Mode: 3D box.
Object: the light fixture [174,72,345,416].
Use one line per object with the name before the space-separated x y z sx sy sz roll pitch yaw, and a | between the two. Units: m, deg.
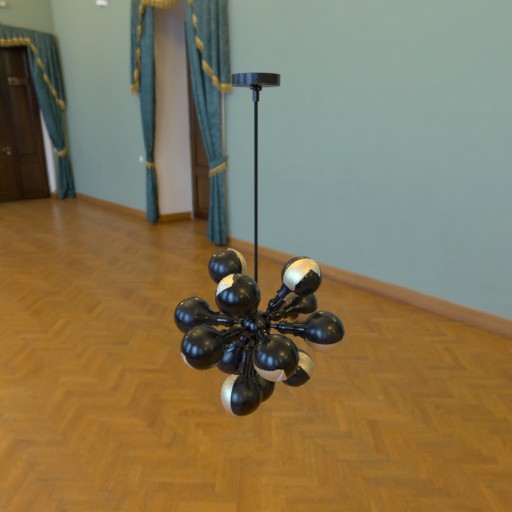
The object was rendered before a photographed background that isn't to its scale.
light fixture | 0.000 0.000 1.131 0.468 0.859 0.420 -17 24 -42
